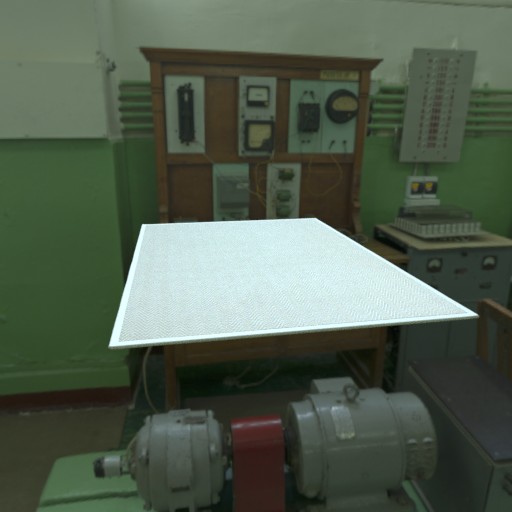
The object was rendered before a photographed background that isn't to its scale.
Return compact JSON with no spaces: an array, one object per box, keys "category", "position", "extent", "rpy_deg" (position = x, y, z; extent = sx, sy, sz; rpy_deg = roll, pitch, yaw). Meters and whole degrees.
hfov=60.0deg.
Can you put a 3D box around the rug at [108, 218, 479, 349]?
[{"category":"rug","position":[0.000,0.000,2.819],"extent":[1.532,0.017,2.244],"rpy_deg":[-3,16,-10]}]
